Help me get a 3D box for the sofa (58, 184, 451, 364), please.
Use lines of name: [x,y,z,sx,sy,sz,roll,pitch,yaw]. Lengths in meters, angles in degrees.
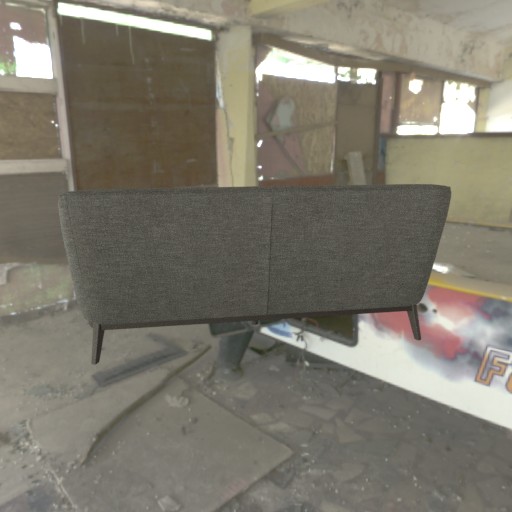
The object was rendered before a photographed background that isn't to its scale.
sofa: [0.000,0.000,2.420,1.928,0.829,0.867,-2,15,-9]
